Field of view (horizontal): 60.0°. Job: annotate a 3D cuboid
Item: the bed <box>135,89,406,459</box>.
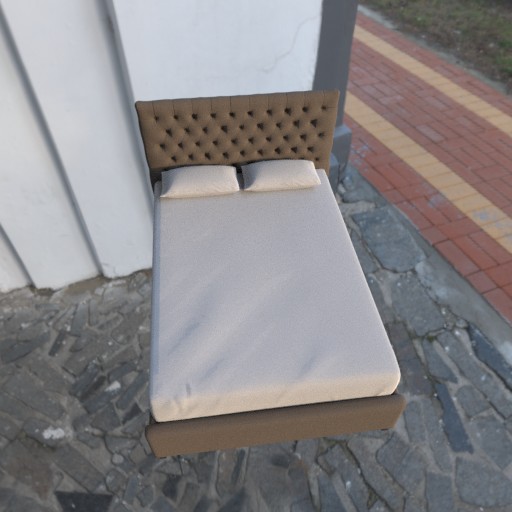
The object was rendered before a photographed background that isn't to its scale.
[{"bbox_3d":[0.000,0.000,3.386,1.698,1.427,2.387,-5,48,-5],"label":"bed"}]
